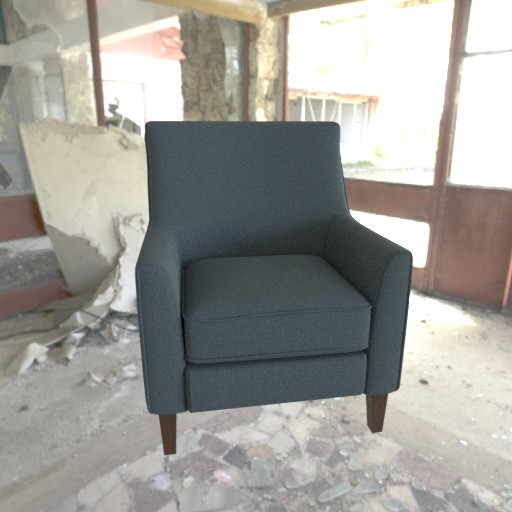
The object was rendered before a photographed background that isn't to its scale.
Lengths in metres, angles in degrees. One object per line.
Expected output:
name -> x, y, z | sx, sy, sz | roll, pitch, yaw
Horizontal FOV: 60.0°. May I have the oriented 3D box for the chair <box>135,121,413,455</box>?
chair -> 0.000, 0.000, 1.558 | 0.756, 0.916, 0.879 | -2, 16, -8
